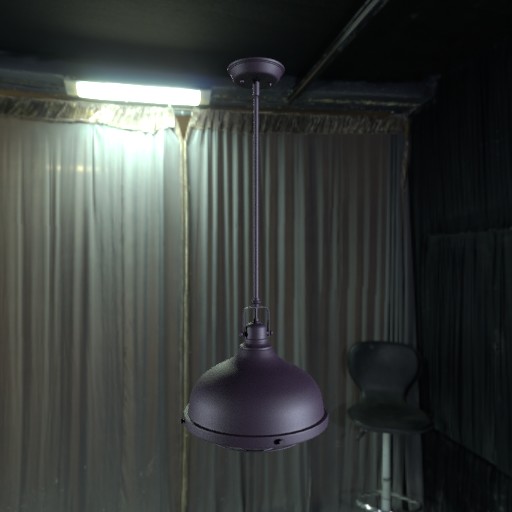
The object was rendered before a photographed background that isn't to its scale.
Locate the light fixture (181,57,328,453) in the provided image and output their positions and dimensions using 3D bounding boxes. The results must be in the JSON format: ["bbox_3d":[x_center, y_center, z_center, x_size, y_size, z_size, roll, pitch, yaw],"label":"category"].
[{"bbox_3d":[0.000,0.000,1.011,0.341,0.849,0.341,0,0,-17],"label":"light fixture"}]
